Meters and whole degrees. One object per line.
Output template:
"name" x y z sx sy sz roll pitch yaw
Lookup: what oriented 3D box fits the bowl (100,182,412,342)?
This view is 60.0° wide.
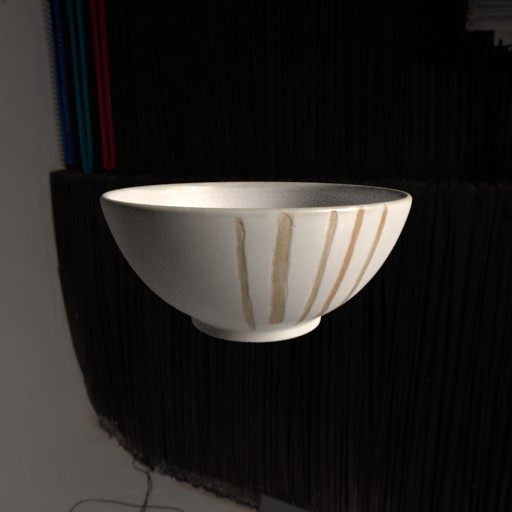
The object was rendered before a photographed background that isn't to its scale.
"bowl" 0.000 0.000 0.415 0.268 0.121 0.268 0 13 0
